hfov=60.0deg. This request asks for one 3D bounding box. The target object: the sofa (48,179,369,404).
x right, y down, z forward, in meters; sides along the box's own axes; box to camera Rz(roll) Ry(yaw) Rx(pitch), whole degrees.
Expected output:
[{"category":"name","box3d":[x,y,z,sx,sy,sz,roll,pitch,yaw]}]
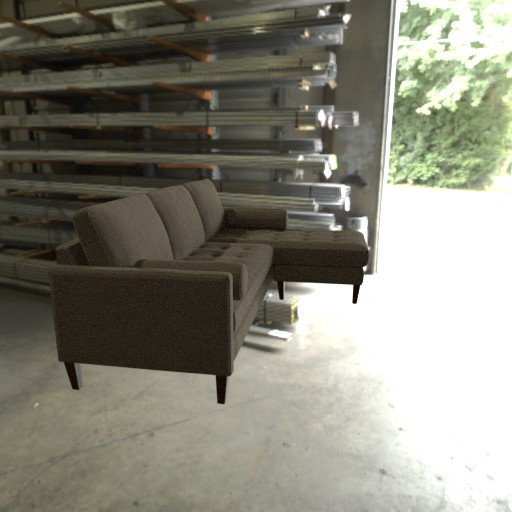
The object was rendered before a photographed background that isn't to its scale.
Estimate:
[{"category":"sofa","box3d":[0.000,0.000,2.898,1.506,0.875,2.178,2,14,10]}]
